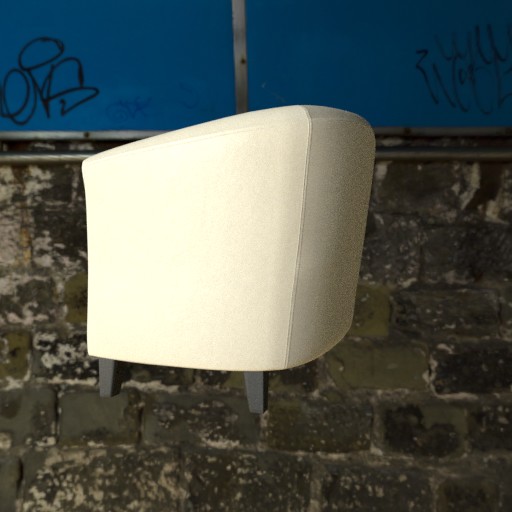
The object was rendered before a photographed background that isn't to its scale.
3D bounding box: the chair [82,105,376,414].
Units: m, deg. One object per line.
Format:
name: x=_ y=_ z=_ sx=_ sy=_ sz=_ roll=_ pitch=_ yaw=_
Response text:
chair: x=0.000 y=0.000 z=1.397 sx=0.727 sy=0.756 sz=0.792 roll=0 pitch=-1 yaw=18
